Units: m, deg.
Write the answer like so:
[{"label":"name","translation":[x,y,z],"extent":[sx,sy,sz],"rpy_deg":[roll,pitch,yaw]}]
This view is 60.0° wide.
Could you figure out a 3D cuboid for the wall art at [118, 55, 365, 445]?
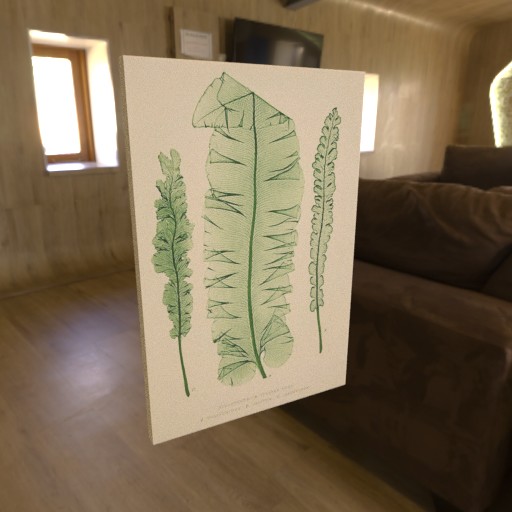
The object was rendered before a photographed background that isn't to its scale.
[{"label":"wall art","translation":[0.000,0.000,1.149],"extent":[0.610,0.914,0.038],"rpy_deg":[-8,18,-26]}]
